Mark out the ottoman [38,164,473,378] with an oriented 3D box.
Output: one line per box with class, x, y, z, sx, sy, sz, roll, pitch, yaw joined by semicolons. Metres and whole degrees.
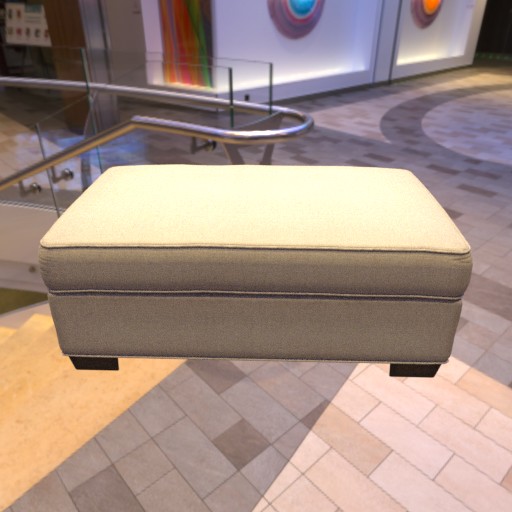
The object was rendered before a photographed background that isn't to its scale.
ottoman;0.000;0.000;1.421;1.097;0.461;0.617;1;30;2
